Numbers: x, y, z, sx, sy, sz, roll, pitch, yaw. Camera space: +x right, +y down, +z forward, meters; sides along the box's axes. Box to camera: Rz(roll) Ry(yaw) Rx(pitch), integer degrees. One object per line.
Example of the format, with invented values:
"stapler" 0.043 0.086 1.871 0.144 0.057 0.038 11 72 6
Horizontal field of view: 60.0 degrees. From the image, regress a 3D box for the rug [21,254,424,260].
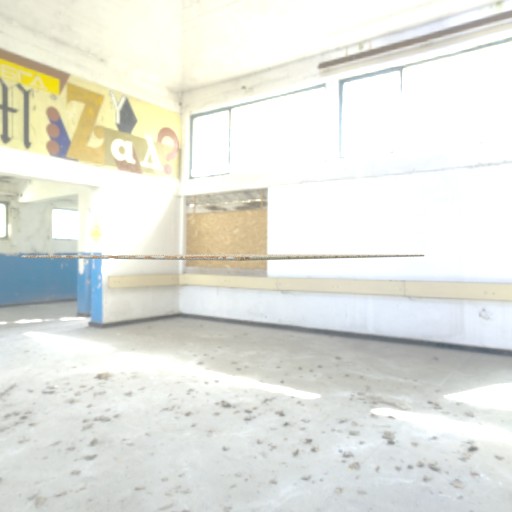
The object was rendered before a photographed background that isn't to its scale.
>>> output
"rug" 0.000 0.000 2.321 1.219 0.011 1.829 0 0 36
